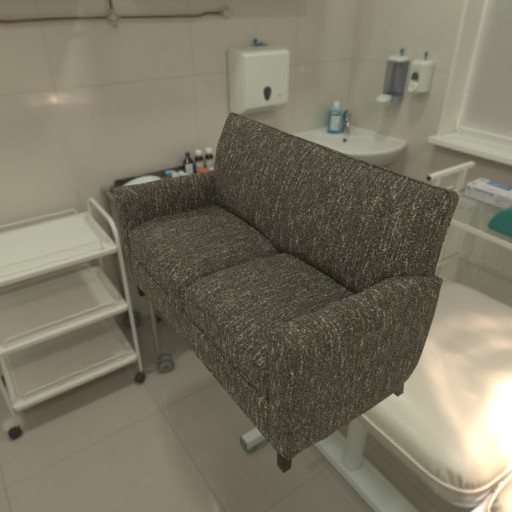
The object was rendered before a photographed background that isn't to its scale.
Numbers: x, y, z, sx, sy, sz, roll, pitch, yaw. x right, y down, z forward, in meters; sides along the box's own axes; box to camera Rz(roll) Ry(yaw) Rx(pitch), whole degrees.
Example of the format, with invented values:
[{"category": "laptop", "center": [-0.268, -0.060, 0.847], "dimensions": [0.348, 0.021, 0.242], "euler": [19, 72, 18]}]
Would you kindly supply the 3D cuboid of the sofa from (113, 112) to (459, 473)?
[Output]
[{"category": "sofa", "center": [0.000, 0.000, 2.061], "dimensions": [0.801, 0.946, 1.519], "euler": [-20, 36, -30]}]
